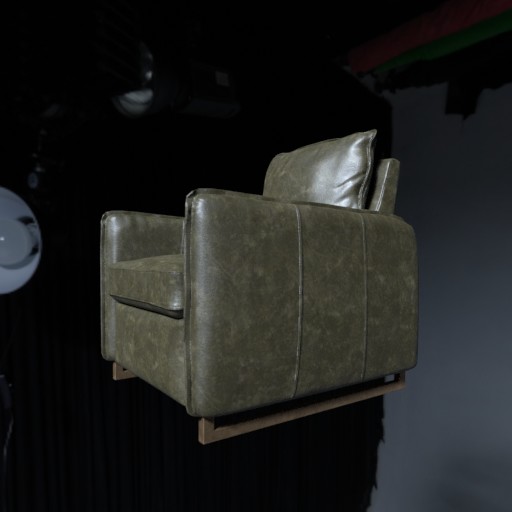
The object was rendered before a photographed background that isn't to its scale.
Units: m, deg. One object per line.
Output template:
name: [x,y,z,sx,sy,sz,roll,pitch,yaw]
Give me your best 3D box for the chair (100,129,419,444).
chair: [0.000,0.000,1.610,0.921,0.921,0.830,0,0,-35]
